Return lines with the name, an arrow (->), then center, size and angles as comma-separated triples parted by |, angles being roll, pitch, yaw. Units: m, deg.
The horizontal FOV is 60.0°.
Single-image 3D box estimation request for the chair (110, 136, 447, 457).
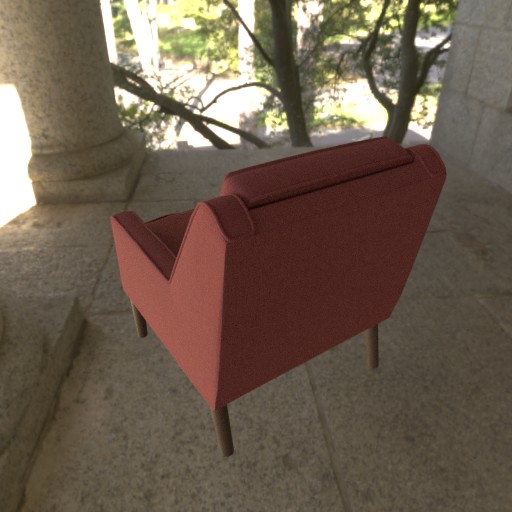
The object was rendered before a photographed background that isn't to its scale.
chair -> 0.000, 0.000, 1.399 | 0.680, 0.812, 0.770 | -19, 36, -29
